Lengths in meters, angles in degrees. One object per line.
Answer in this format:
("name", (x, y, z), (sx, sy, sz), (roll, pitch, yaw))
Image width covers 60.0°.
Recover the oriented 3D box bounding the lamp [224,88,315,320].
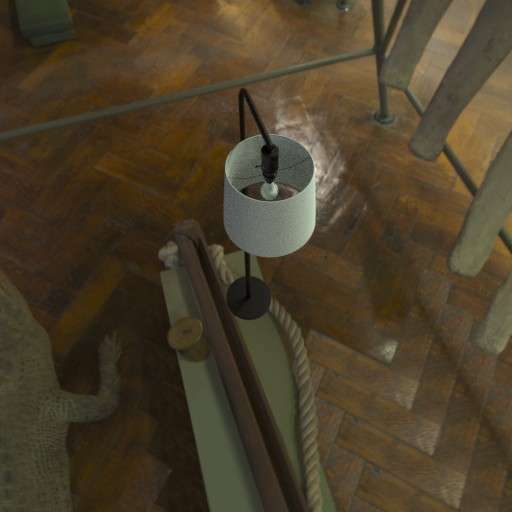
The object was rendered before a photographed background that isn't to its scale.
("lamp", (0.000, 0.000, 1.694), (0.254, 1.478, 0.508), (-15, 64, -8))
